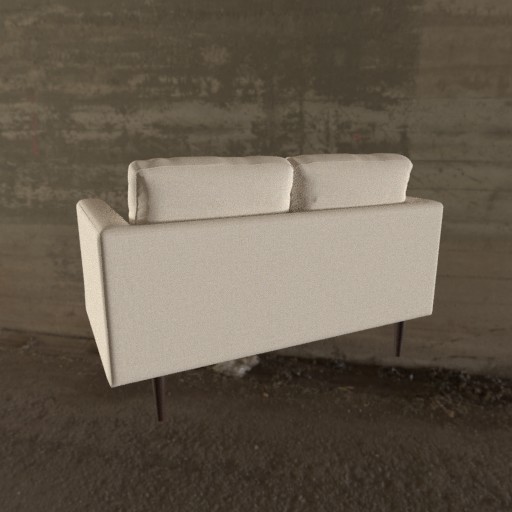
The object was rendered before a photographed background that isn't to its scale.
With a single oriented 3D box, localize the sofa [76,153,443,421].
[{"bbox_3d":[0.000,0.000,2.004,1.430,0.908,0.796,-7,16,-25],"label":"sofa"}]
